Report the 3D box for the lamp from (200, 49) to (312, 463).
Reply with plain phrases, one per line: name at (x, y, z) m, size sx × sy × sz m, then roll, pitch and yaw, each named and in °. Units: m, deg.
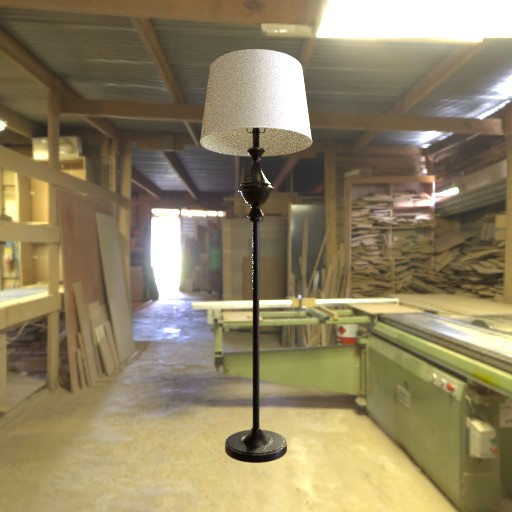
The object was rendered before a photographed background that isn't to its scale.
lamp at (0.000, 0.000, 1.709) m, size 0.431 × 1.484 × 0.431 m, roll 0°, pitch 0°, yaw 0°
